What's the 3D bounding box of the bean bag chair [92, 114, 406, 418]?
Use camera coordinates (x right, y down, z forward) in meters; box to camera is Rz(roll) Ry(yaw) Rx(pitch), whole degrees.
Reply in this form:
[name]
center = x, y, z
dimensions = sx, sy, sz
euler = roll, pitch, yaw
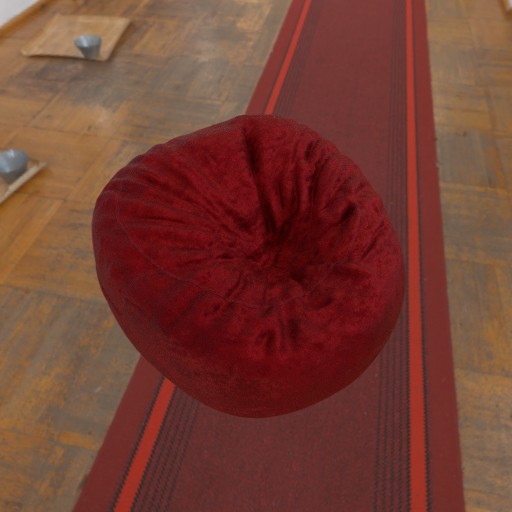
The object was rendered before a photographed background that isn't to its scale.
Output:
[bean bag chair]
center = 0.000, 0.000, 2.318
dimensions = 1.524, 0.878, 1.524
euler = -26, 53, -21
